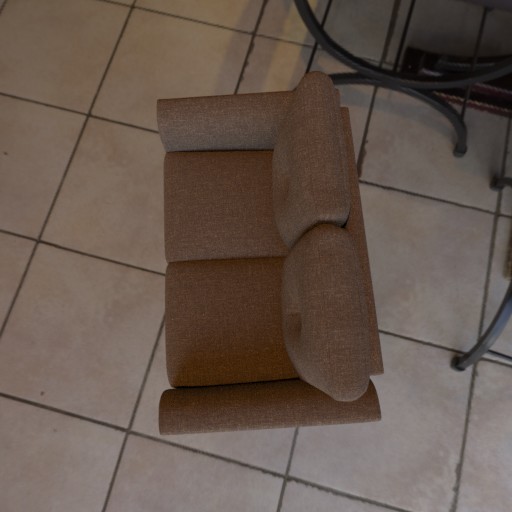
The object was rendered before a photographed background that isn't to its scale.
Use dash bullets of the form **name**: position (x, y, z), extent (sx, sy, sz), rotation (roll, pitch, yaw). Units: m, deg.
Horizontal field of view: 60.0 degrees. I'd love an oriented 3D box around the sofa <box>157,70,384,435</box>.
- **sofa**: position (0.000, 0.000, 1.988), extent (0.851, 0.885, 1.423), rotation (-4, 75, -1)
